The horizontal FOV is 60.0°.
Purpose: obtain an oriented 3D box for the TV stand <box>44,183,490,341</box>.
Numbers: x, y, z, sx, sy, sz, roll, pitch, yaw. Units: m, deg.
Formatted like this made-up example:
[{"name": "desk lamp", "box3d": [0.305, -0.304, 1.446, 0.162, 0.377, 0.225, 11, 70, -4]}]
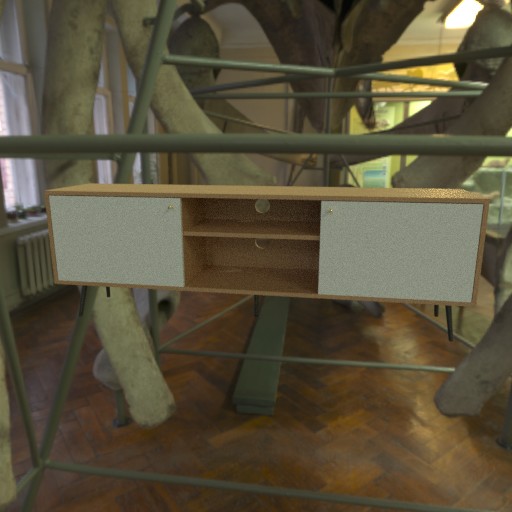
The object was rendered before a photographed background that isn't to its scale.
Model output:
[{"name": "TV stand", "box3d": [0.000, 0.000, 1.965, 1.760, 0.580, 0.400, 2, 14, 9]}]
